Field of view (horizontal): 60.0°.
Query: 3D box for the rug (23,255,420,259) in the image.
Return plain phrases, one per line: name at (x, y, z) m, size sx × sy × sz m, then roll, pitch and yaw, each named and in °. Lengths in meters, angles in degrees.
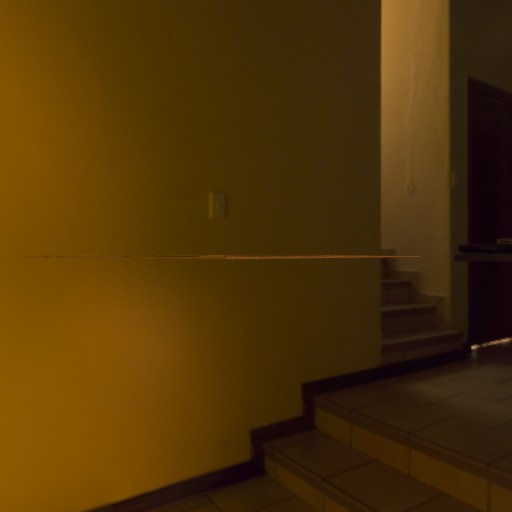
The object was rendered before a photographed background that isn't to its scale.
rug at (0.000, 0.000, 3.062) m, size 1.521 × 0.015 × 2.436 m, roll 0°, pitch 0°, yaw 36°
